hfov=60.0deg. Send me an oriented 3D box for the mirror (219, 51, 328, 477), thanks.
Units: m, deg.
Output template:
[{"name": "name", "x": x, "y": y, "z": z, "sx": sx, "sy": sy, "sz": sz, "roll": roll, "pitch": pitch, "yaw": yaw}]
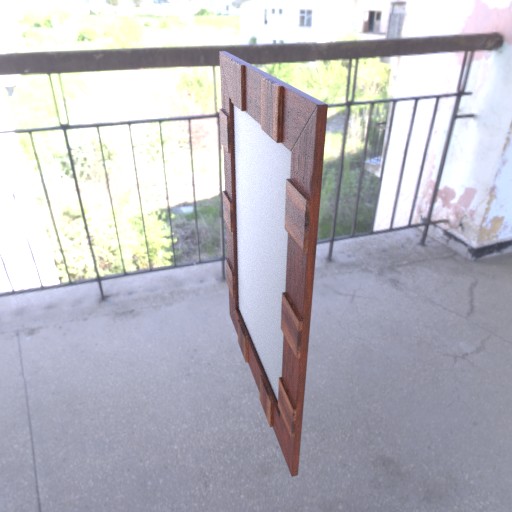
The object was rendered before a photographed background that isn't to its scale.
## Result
[{"name": "mirror", "x": 0.000, "y": 0.000, "z": 1.030, "sx": 0.021, "sy": 0.805, "sz": 0.600, "roll": -9, "pitch": 32, "yaw": -14}]
